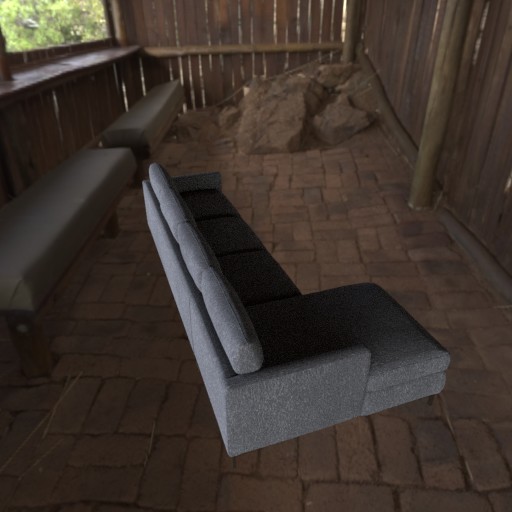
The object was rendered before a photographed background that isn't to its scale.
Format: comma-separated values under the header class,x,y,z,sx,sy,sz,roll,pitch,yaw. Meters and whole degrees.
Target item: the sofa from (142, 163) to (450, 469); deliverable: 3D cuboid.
class,x,y,z,sx,sy,sz,roll,pitch,yaw
sofa,0.000,0.000,3.496,1.350,0.810,2.932,-10,32,-17
